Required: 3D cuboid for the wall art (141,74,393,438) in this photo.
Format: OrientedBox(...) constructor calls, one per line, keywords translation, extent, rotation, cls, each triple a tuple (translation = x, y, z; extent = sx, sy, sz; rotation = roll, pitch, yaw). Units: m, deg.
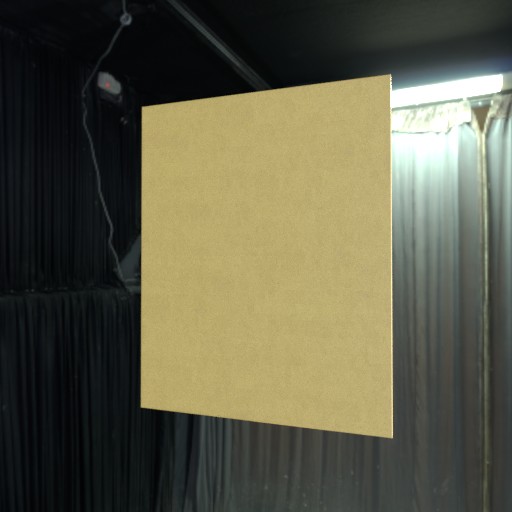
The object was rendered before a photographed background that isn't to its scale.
OrientedBox(translation=(0.000, 0.000, 1.363), extent=(0.798, 1.002, 0.030), rotation=(0, -1, 19), cls="wall art")
